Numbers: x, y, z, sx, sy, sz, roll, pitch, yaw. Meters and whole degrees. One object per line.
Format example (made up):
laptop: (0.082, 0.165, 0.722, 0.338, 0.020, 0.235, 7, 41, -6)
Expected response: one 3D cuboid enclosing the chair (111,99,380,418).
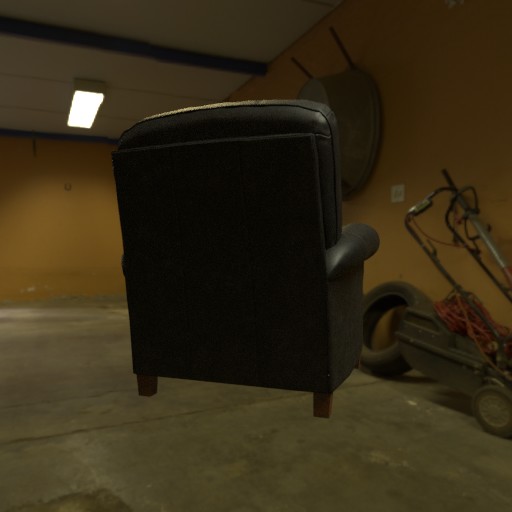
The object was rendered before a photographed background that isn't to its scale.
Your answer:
chair: (0.000, 0.000, 1.793, 0.936, 1.018, 0.986, 0, 0, 19)
